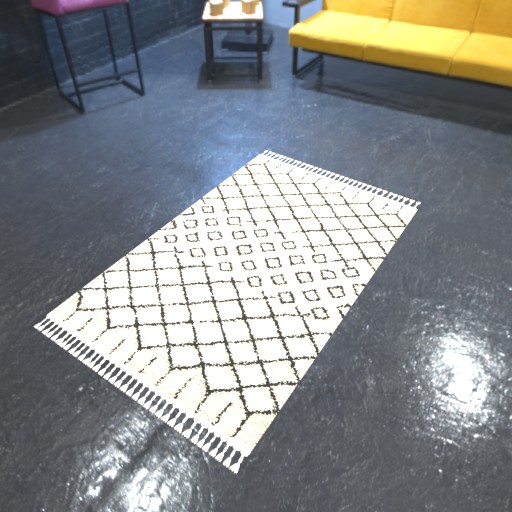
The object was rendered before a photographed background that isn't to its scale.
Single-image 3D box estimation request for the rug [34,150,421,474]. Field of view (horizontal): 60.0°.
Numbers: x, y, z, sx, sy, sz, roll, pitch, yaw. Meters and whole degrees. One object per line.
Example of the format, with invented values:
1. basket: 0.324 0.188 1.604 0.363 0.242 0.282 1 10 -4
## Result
1. rug: 0.000 0.000 2.461 1.196 0.008 2.006 25 48 24
